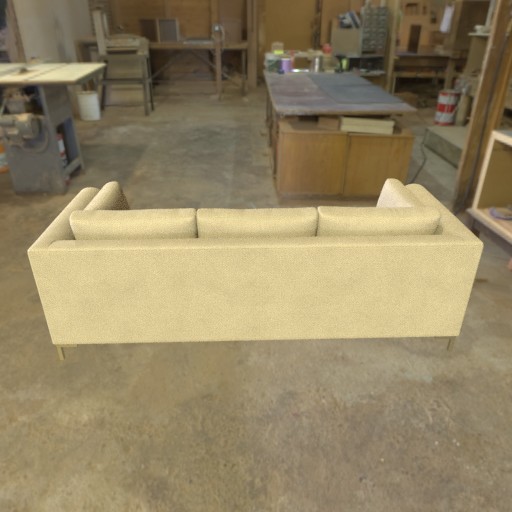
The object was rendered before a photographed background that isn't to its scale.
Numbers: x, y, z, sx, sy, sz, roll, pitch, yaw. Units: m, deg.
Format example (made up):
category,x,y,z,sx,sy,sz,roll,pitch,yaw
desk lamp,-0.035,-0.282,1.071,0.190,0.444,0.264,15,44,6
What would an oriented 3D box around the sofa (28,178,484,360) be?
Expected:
category,x,y,z,sx,sy,sz,roll,pitch,yaw
sofa,0.000,0.000,2.902,2.415,0.867,0.969,-1,29,-2
